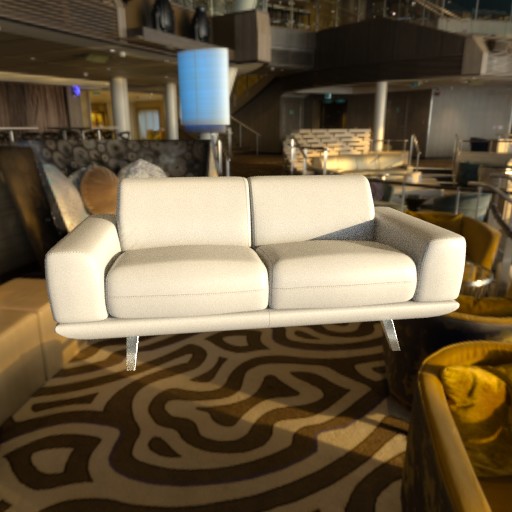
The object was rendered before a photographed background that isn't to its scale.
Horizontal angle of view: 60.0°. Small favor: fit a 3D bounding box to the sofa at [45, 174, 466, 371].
[{"bbox_3d":[0.000,0.000,2.381,1.901,0.772,0.900,-2,16,-8],"label":"sofa"}]
